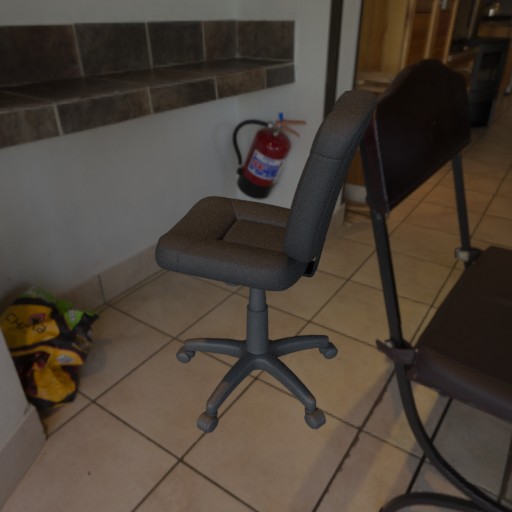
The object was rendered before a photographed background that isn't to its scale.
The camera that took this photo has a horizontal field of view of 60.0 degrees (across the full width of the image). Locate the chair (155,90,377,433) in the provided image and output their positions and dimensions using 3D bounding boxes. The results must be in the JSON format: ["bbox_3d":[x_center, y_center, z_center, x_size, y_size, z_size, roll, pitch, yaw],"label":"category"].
[{"bbox_3d":[0.000,0.000,1.373,0.610,0.972,0.610,8,30,14],"label":"chair"}]
